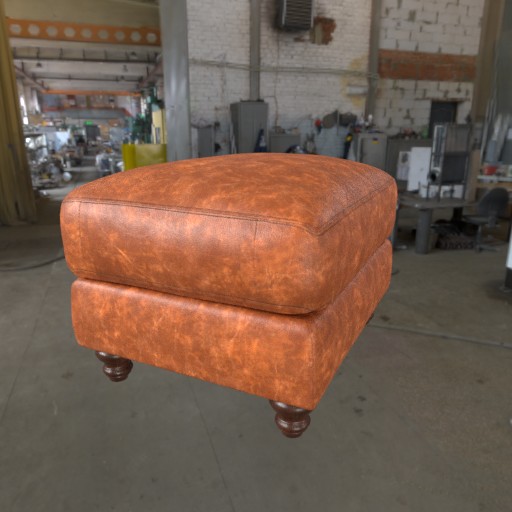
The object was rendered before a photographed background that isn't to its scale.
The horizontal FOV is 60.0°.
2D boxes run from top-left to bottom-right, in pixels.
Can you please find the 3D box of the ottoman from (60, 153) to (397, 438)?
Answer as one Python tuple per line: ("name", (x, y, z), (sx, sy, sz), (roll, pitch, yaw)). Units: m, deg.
("ottoman", (0.000, 0.000, 1.250), (0.657, 0.562, 0.832), (8, 18, 25))
